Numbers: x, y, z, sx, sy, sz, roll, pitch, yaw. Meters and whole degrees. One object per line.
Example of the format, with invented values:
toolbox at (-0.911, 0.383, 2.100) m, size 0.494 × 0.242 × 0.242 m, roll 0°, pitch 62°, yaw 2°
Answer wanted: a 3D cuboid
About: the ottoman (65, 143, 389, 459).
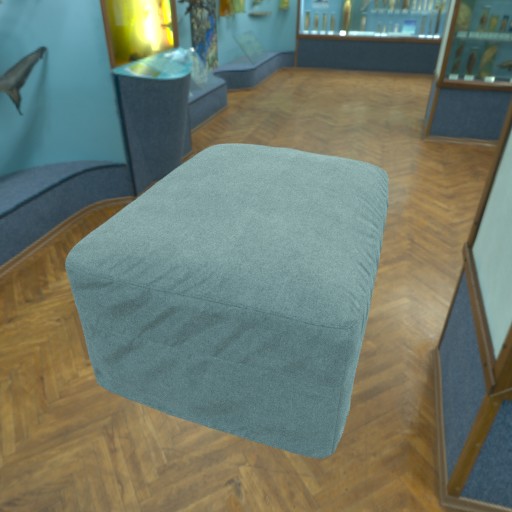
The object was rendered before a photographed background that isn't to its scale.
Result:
ottoman at (0.000, 0.000, 1.282) m, size 0.683 × 0.481 × 0.837 m, roll 10°, pitch 34°, yaw 16°
